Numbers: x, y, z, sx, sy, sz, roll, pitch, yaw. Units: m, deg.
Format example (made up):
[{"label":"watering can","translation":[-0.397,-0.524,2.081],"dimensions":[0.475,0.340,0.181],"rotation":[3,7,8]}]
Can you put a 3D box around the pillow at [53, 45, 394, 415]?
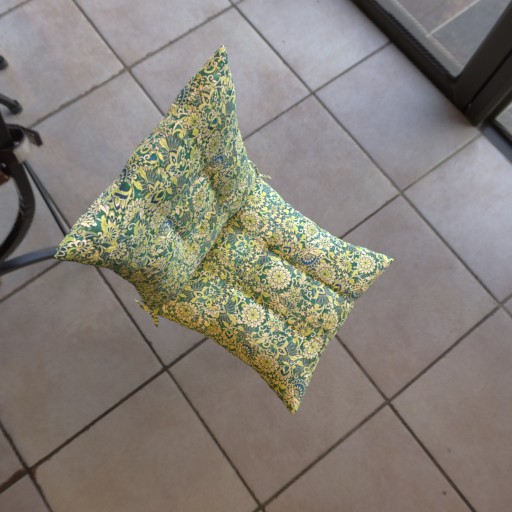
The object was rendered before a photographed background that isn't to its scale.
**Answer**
[{"label":"pillow","translation":[0.000,0.000,1.016],"dimensions":[0.585,0.536,0.541],"rotation":[34,78,8]}]
